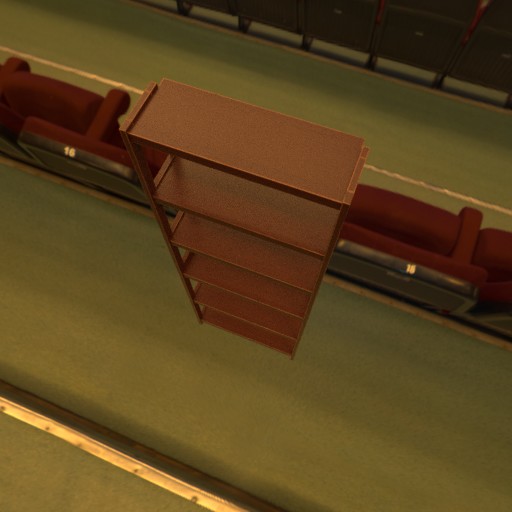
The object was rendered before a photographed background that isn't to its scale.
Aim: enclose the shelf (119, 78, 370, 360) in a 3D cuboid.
[{"bbox_3d":[0.000,0.000,2.092,0.660,1.892,0.381,20,67,9],"label":"shelf"}]
